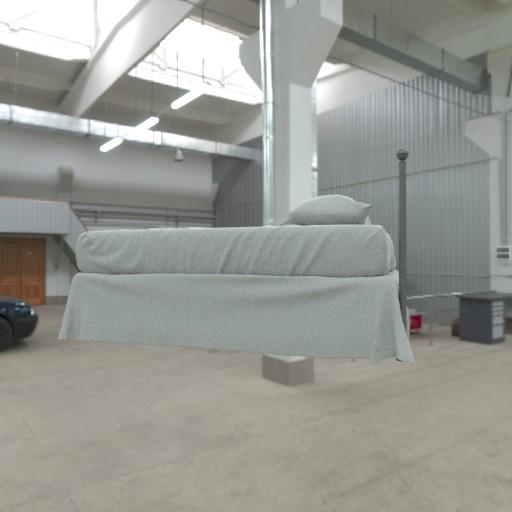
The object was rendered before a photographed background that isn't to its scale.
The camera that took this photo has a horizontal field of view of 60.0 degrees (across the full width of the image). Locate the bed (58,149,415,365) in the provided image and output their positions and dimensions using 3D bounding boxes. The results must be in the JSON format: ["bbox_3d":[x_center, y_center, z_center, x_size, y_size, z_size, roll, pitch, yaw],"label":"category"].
[{"bbox_3d":[0.000,0.000,3.342,2.215,1.080,1.936,0,0,18],"label":"bed"}]
